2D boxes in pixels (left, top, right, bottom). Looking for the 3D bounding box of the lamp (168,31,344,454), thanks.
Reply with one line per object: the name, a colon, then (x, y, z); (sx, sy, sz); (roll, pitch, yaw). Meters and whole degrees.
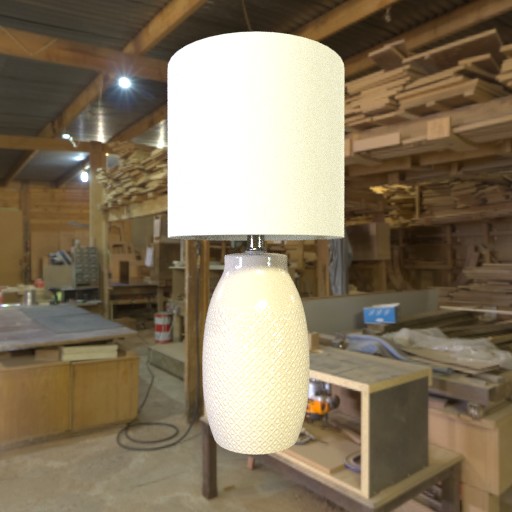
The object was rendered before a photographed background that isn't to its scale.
lamp: (0.000, 0.000, 0.555); (0.217, 0.453, 0.217); (0, 0, -36)
